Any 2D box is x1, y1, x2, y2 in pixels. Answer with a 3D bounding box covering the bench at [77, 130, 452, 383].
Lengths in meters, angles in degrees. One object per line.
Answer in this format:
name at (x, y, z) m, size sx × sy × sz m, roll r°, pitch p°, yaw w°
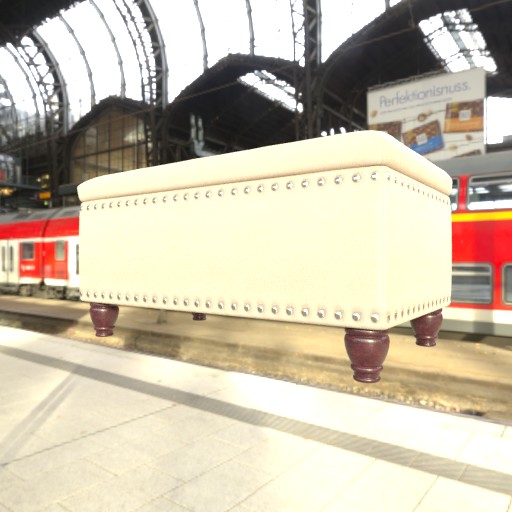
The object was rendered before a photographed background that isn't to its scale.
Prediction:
bench at (0.000, 0.000, 1.186) m, size 0.887 × 0.449 × 0.500 m, roll 0°, pitch 0°, yaw 36°
